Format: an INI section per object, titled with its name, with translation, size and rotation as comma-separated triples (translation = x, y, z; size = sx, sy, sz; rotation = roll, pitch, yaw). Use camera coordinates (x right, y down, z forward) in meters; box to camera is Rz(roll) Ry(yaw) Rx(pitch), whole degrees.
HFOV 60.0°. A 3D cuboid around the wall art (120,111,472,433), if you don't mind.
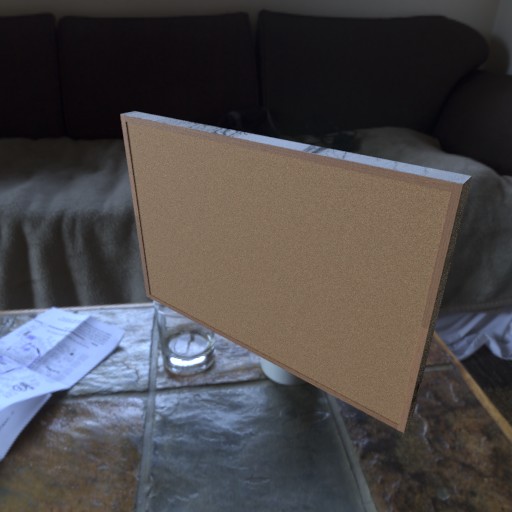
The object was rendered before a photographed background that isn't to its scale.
[wall art]
translation = 0.000, 0.000, 0.768
size = 0.613, 0.407, 0.035
rotation = 21, 35, 33
